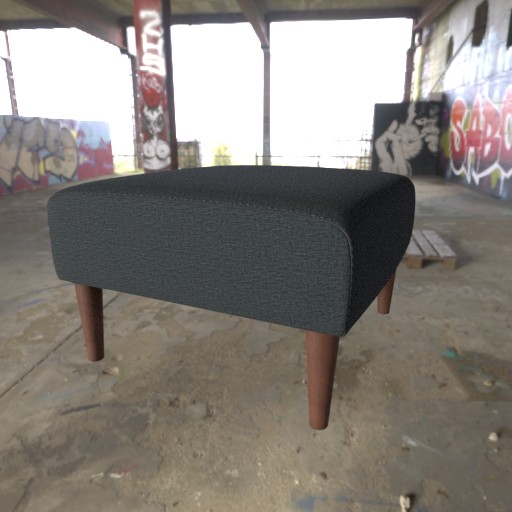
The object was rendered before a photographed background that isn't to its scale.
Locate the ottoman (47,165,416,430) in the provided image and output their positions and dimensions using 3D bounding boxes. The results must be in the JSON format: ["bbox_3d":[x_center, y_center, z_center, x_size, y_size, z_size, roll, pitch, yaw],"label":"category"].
[{"bbox_3d":[0.000,0.000,1.057,0.649,0.398,0.650,8,17,26],"label":"ottoman"}]
